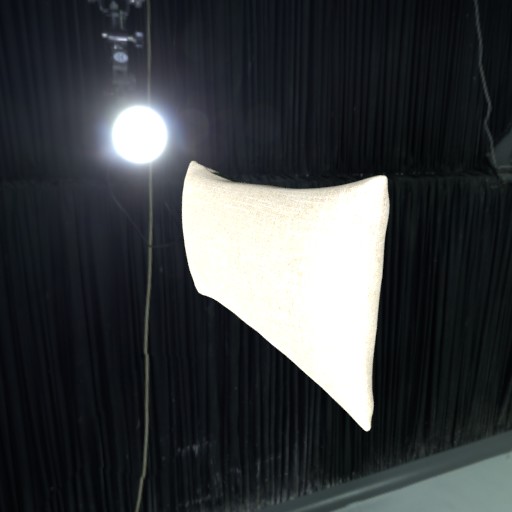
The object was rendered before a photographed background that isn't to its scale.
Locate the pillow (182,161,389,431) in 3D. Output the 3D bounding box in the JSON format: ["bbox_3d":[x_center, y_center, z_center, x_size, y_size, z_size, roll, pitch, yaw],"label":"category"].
[{"bbox_3d":[0.000,0.000,1.062,0.197,0.429,0.859,-7,15,-26],"label":"pillow"}]
